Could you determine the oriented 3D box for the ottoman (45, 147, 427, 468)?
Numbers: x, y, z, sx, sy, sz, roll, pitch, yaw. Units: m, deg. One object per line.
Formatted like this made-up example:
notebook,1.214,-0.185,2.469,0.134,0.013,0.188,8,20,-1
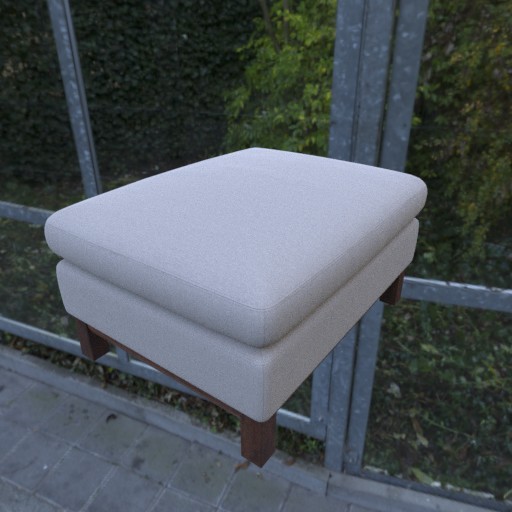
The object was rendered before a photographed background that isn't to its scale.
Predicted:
ottoman,0.000,0.000,1.117,0.606,0.420,0.771,18,32,32
